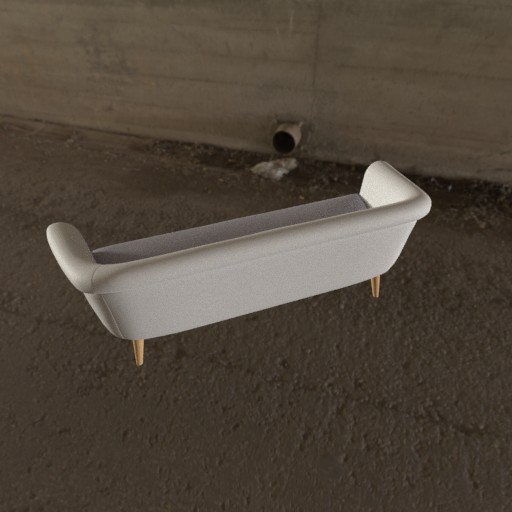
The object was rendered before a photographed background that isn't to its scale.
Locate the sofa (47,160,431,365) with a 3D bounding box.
[{"bbox_3d":[0.000,0.000,2.562,2.160,0.795,0.827,-13,42,-15],"label":"sofa"}]
